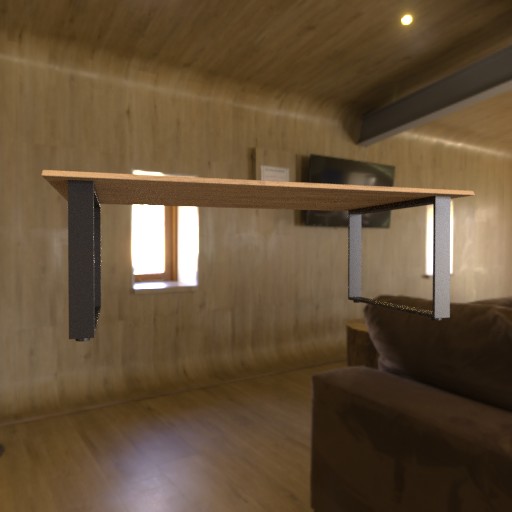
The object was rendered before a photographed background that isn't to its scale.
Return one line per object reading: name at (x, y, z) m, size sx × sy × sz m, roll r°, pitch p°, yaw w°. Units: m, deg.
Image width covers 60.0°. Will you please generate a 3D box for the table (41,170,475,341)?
table at (0.000, 0.000, 1.628) m, size 1.331 × 0.445 × 0.693 m, roll 0°, pitch 1°, yaw -18°
